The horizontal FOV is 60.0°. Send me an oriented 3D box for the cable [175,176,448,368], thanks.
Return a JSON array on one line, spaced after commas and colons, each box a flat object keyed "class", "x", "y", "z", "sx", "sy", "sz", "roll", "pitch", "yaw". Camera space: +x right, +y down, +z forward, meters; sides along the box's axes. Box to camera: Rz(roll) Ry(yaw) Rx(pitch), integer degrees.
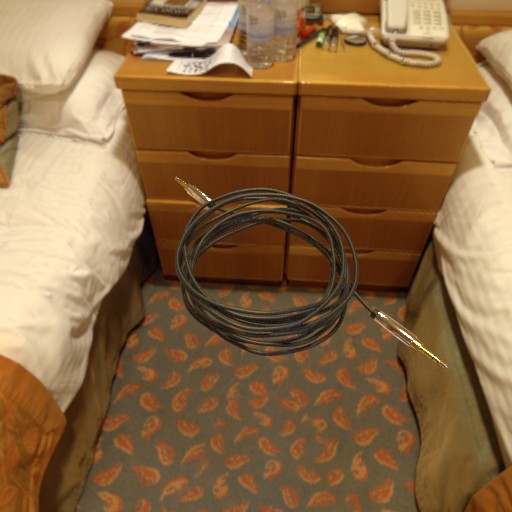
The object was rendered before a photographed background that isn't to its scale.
[{"class": "cable", "x": 0.000, "y": 0.000, "z": 0.495, "sx": 0.198, "sy": 0.069, "sz": 0.432, "roll": -33, "pitch": 54, "yaw": -28}]
